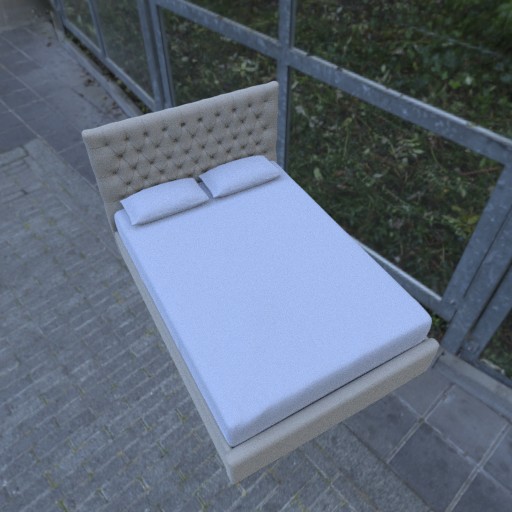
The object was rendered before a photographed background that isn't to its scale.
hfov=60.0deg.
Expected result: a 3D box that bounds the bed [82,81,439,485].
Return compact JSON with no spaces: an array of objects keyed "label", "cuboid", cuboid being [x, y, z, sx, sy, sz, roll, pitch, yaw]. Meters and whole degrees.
[{"label":"bed","cuboid":[0.000,0.000,3.374,1.698,1.427,2.387,-22,51,-19]}]
